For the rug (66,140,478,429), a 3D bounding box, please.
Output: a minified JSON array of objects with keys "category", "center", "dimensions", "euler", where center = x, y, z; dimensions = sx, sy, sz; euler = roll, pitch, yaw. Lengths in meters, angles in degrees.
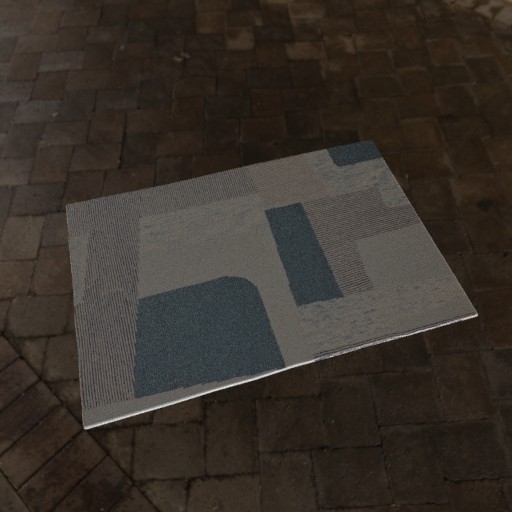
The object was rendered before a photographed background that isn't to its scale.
[{"category":"rug","center":[0.000,0.000,2.291],"dimensions":[1.847,0.020,1.238],"euler":[-14,59,-9]}]
